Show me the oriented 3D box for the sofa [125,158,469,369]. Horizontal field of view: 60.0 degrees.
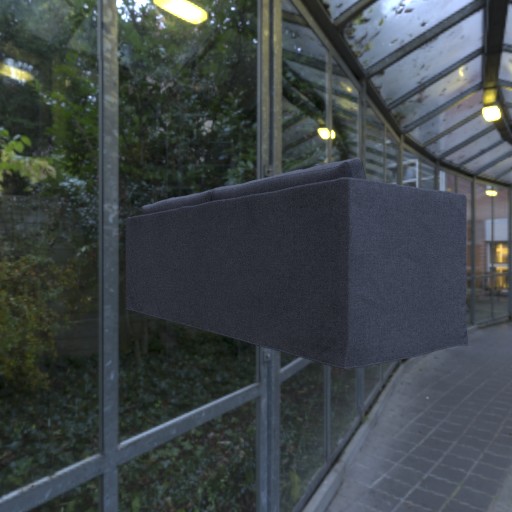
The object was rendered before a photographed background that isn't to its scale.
[{"bbox_3d":[0.000,0.000,3.327,1.036,0.998,2.779,0,0,-36],"label":"sofa"}]
